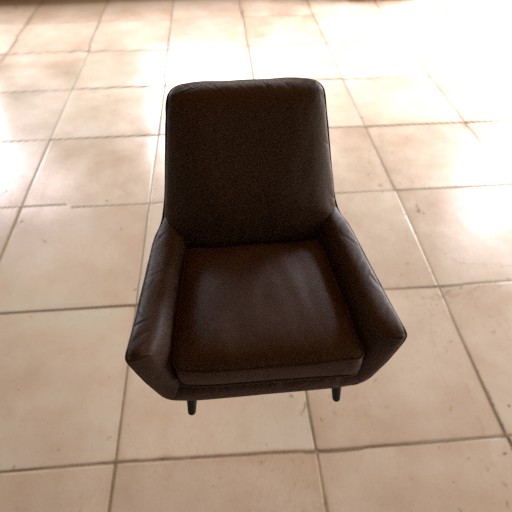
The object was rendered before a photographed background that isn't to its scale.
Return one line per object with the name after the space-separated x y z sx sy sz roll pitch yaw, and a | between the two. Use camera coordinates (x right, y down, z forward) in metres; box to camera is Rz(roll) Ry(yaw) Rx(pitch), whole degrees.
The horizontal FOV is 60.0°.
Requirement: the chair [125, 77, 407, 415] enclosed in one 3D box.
0.000 0.000 1.509 0.787 0.888 0.824 -4 47 -4 | chair
